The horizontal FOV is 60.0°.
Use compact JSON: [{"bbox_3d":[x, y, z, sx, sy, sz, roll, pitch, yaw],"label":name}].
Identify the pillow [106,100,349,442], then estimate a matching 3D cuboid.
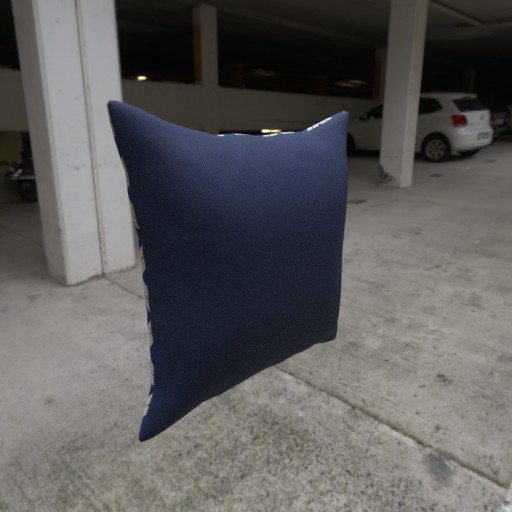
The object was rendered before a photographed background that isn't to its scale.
[{"bbox_3d":[0.000,0.000,0.773,0.504,0.494,0.188,-15,22,-42],"label":"pillow"}]
